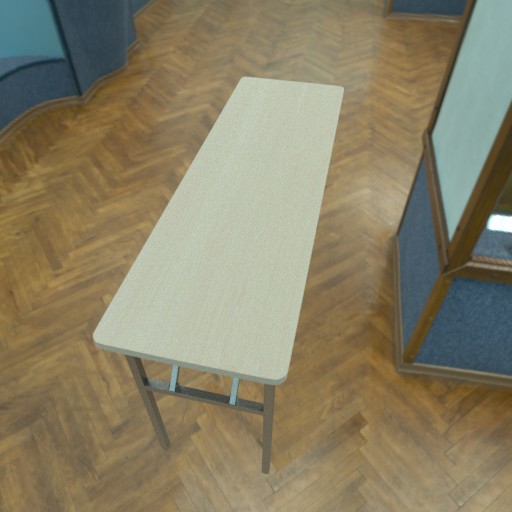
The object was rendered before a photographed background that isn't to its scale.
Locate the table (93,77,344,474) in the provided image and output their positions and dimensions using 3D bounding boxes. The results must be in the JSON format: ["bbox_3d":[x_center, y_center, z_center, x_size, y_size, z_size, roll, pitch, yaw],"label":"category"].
[{"bbox_3d":[0.000,0.000,1.694,0.446,0.750,1.397,9,47,9],"label":"table"}]
